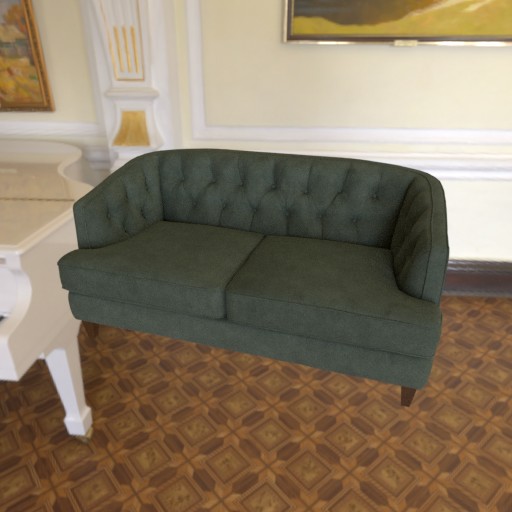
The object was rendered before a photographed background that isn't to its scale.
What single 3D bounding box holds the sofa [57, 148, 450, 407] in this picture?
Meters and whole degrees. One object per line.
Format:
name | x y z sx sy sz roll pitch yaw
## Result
sofa | 0.000 0.000 2.247 1.733 0.855 0.941 8 27 16
